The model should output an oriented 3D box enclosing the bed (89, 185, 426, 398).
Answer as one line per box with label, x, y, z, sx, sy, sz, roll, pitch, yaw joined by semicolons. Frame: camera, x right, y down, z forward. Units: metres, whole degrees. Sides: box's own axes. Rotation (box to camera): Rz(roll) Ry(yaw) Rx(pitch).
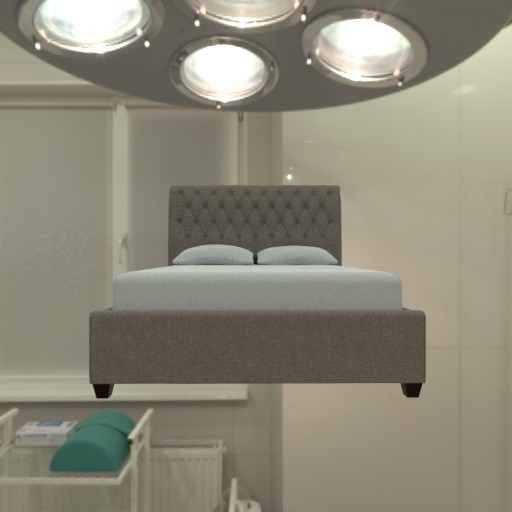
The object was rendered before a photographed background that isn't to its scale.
bed;0.000;0.000;3.258;1.645;1.371;2.252;0;0;-1
